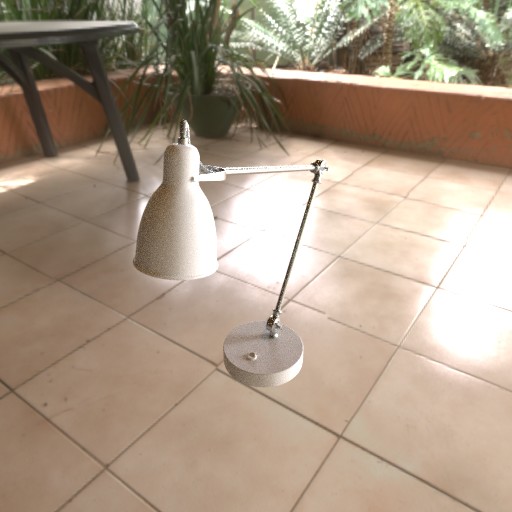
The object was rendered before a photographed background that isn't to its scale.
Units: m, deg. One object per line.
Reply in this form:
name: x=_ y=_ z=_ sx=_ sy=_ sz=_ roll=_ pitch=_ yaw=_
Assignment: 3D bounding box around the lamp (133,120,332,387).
lamp: x=0.000 y=0.000 z=0.885 sx=0.187 sy=0.587 sz=0.561 roll=19 pitch=35 yaw=30
